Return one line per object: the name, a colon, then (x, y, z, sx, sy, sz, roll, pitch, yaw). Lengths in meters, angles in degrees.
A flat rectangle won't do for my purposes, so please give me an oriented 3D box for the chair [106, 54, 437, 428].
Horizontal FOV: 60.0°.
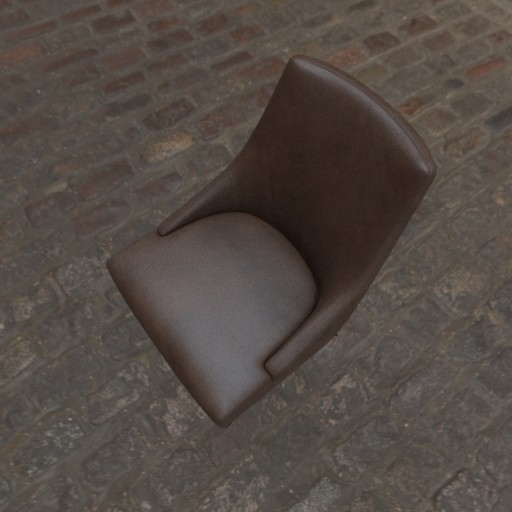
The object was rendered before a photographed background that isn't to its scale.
chair: (0.000, 0.000, 1.482, 0.861, 0.909, 0.701, -35, 68, -16)
